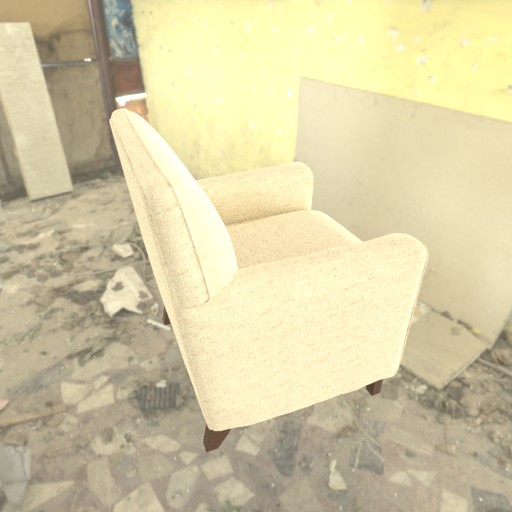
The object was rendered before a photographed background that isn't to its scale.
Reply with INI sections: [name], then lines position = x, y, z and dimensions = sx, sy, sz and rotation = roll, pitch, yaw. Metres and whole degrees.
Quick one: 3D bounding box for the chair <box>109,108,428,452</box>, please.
[chair]
position = 0.000, 0.000, 1.605
dimensions = 0.823, 0.943, 0.870
rotation = -11, 32, -18
